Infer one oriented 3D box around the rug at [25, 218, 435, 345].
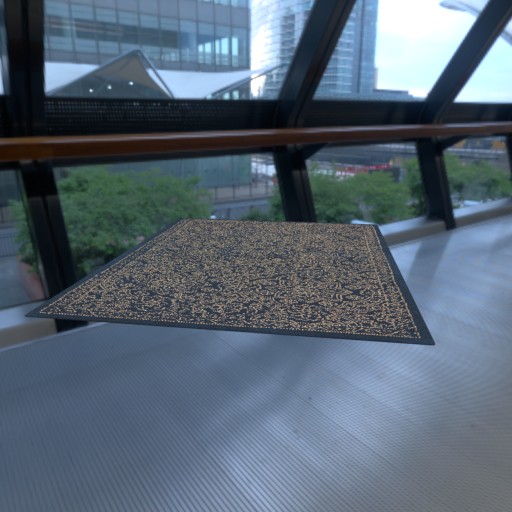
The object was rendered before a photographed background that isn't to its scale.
[{"bbox_3d":[0.000,0.000,4.004,2.438,0.010,3.048,3,17,9],"label":"rug"}]
